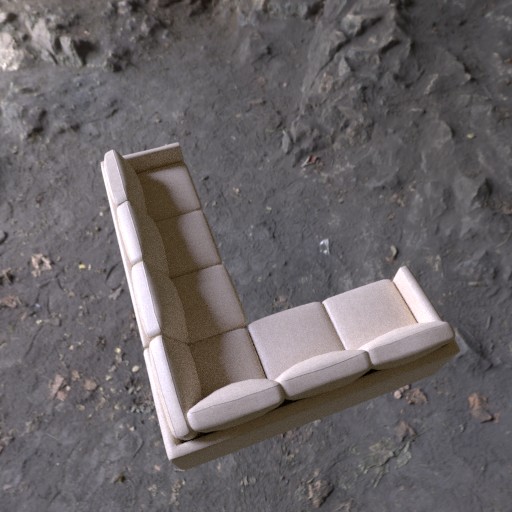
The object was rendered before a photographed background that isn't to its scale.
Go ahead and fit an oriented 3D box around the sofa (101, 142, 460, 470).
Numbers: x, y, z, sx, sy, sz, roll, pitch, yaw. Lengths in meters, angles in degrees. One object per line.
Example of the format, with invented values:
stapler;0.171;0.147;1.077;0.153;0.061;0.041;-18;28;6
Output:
sofa;0.000;0.000;4.558;2.593;0.947;3.302;-17;59;-10
